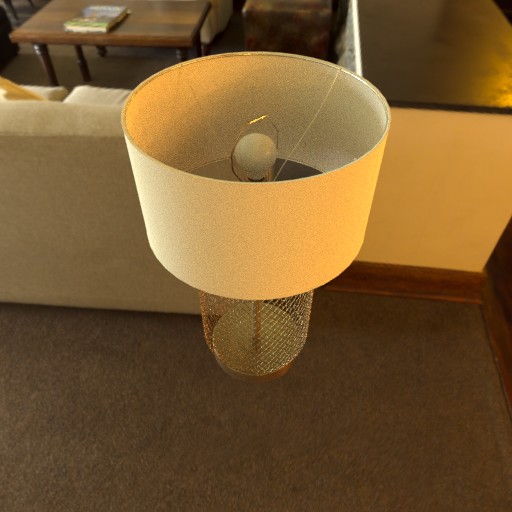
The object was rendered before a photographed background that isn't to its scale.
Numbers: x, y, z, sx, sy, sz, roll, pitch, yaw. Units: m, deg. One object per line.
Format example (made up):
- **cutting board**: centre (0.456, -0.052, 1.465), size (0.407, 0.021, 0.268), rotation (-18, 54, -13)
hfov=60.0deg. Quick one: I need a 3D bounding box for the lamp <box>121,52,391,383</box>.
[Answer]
- **lamp**: centre (0.000, 0.000, 0.796), size (0.353, 0.578, 0.353), rotation (0, 46, 0)
